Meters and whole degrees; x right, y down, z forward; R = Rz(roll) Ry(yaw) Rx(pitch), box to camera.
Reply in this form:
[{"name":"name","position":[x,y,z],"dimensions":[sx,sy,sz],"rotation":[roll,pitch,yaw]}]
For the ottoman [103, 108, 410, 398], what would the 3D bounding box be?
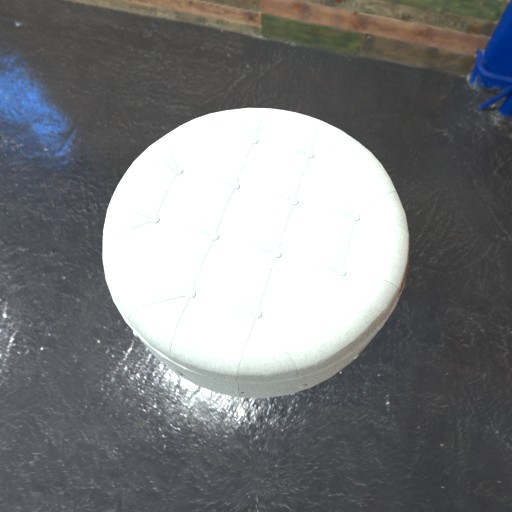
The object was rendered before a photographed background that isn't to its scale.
[{"name":"ottoman","position":[0.000,0.000,1.385],"dimensions":[0.850,0.483,0.850],"rotation":[0,63,0]}]
